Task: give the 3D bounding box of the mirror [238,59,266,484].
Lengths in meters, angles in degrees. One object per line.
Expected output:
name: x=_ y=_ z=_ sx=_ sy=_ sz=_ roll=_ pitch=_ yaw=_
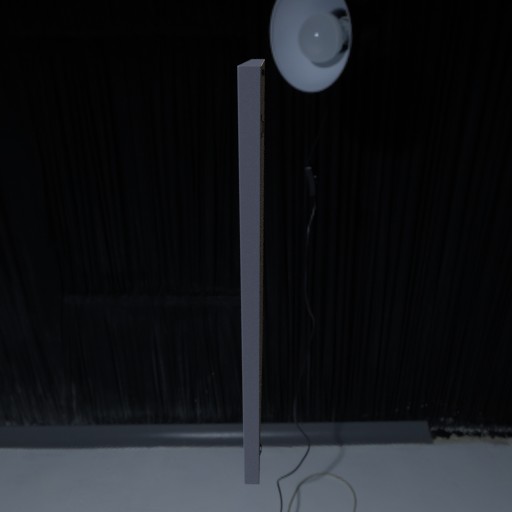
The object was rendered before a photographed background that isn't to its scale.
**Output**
mirror: x=0.000 y=0.000 z=1.139 sx=0.040 sy=0.915 sz=0.609 roll=1 pitch=25 yaw=1
